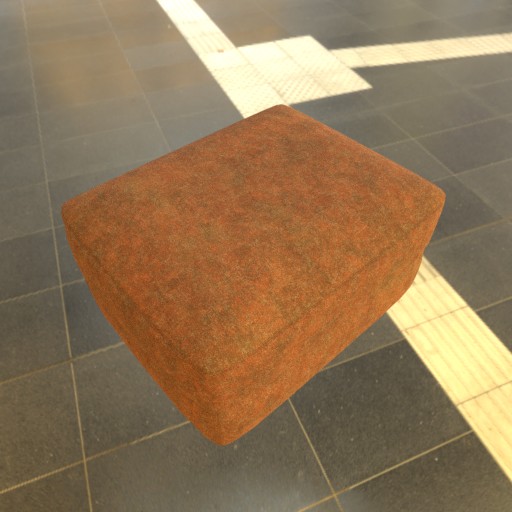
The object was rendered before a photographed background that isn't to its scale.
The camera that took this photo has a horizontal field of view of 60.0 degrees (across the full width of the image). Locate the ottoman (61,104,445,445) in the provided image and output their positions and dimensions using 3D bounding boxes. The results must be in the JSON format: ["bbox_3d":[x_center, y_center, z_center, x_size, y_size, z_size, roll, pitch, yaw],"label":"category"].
[{"bbox_3d":[0.000,0.000,1.180,0.787,0.508,0.635,-33,55,-27],"label":"ottoman"}]
